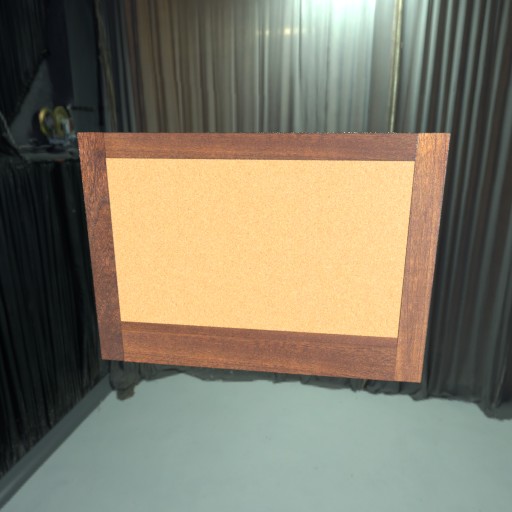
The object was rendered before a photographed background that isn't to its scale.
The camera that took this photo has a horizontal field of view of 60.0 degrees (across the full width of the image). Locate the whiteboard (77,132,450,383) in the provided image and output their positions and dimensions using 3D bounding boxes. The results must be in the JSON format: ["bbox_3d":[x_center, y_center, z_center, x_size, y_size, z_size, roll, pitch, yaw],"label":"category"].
[{"bbox_3d":[0.000,0.000,1.041,0.783,0.559,0.083,2,16,8],"label":"whiteboard"}]
